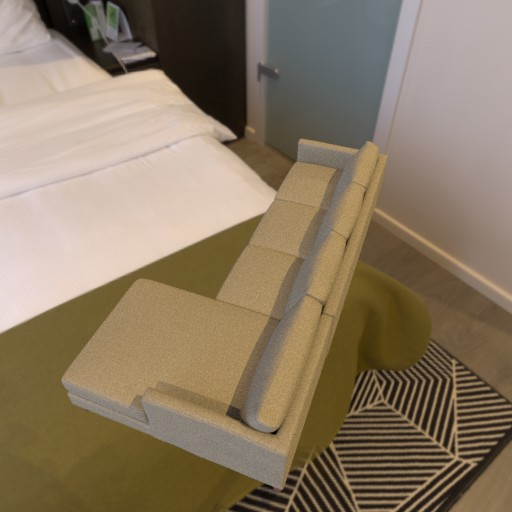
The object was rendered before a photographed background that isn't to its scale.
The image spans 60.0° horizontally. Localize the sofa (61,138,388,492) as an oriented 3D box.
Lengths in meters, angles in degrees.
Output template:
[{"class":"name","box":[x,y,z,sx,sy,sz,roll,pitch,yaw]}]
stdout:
[{"class":"sofa","box":[0.000,0.000,3.805,1.625,0.861,3.186,16,47,15]}]
